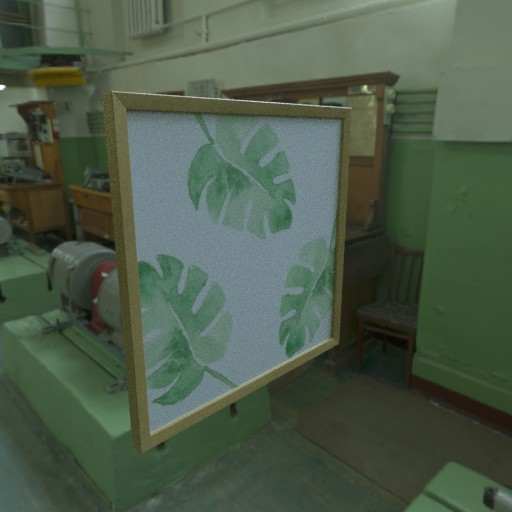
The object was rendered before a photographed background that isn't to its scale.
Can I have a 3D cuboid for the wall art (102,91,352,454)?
[{"bbox_3d":[0.000,0.000,1.160,0.037,0.763,0.763,15,21,43],"label":"wall art"}]
